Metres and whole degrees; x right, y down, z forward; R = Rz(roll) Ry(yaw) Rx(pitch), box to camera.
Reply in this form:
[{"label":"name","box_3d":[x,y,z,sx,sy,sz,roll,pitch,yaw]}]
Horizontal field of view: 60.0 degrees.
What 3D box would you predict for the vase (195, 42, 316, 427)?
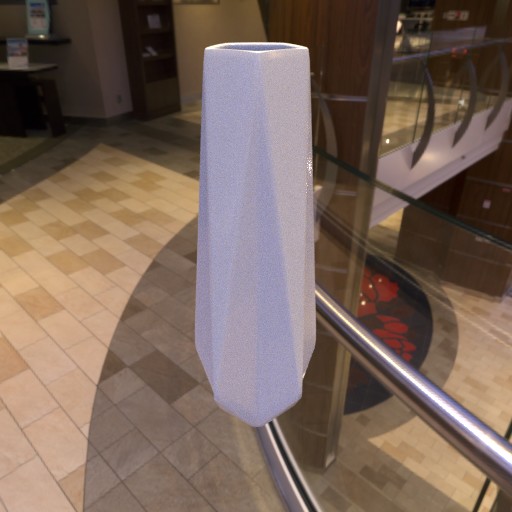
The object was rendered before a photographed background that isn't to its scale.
[{"label":"vase","box_3d":[0.000,0.000,0.383,0.122,0.329,0.116,-1,30,-2]}]
